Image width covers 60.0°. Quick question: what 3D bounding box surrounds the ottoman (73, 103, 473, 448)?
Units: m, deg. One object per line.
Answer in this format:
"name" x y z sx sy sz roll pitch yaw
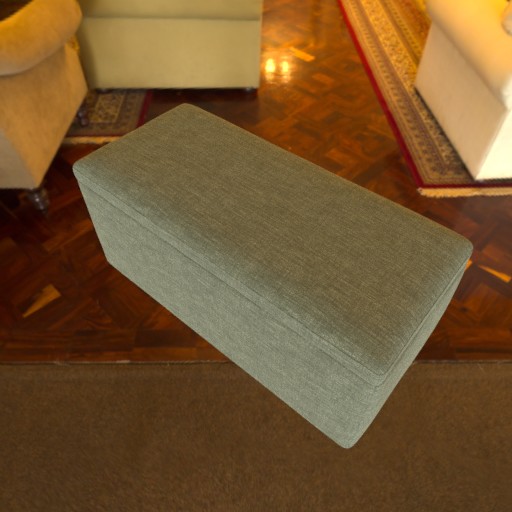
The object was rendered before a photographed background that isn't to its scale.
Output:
"ottoman" 0.000 0.000 1.155 0.902 0.432 0.419 32 56 25
